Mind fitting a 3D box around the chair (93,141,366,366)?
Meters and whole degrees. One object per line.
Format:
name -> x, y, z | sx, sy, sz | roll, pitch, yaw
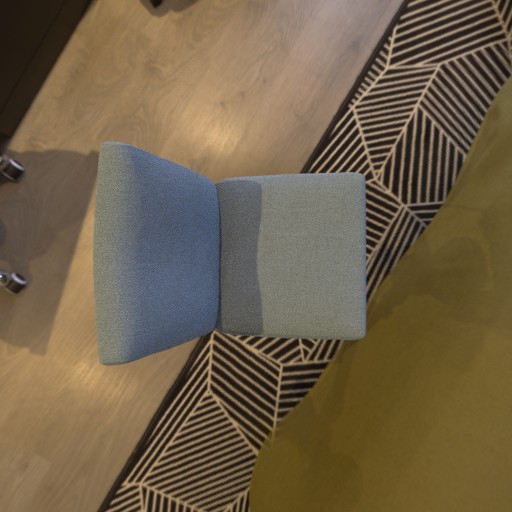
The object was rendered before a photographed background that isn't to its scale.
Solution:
chair -> 0.000, 0.000, 1.277 | 0.629, 0.882, 0.487 | 0, 89, 1
